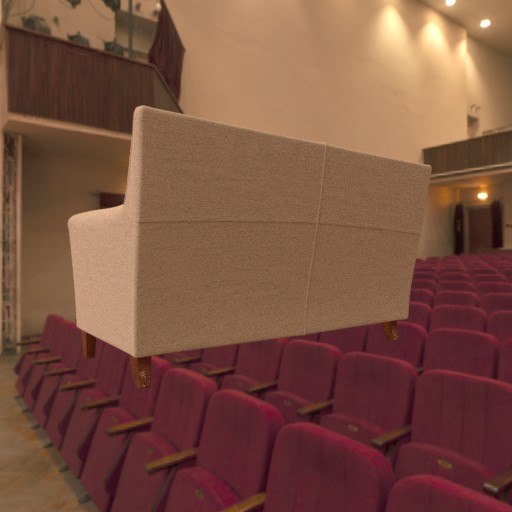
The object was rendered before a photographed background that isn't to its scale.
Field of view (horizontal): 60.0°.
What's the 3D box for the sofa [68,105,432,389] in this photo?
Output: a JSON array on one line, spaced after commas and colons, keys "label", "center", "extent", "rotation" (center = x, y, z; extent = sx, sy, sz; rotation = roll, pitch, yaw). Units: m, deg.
[{"label": "sofa", "center": [0.000, 0.000, 2.065], "extent": [1.482, 0.892, 0.891], "rotation": [0, 0, -36]}]
